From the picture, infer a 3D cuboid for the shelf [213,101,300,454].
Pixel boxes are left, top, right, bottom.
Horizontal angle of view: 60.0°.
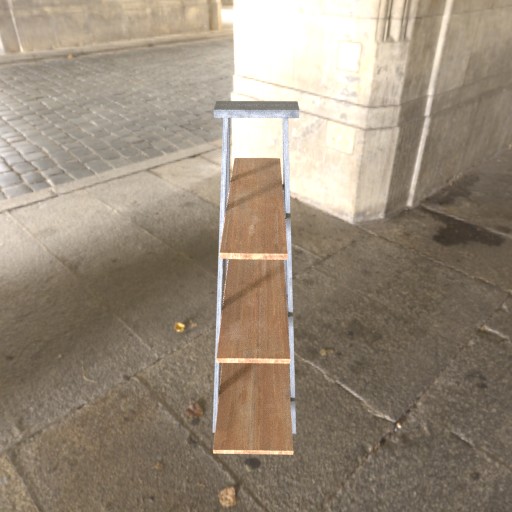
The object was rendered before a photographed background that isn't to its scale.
[{"bbox_3d":[0.000,0.000,2.699,0.508,1.808,1.746,1,34,1],"label":"shelf"}]
